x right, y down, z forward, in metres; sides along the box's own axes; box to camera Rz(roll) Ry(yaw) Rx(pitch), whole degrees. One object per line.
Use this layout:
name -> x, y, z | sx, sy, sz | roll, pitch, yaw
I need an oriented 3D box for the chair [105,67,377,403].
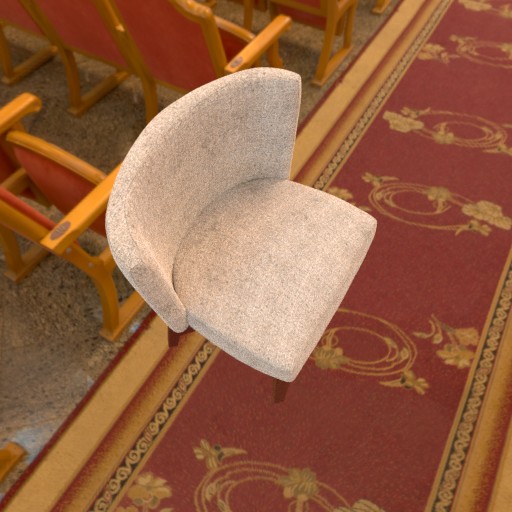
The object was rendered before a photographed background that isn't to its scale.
chair -> 0.000, 0.000, 1.344 | 0.575, 0.827, 0.728 | 27, 62, 16
